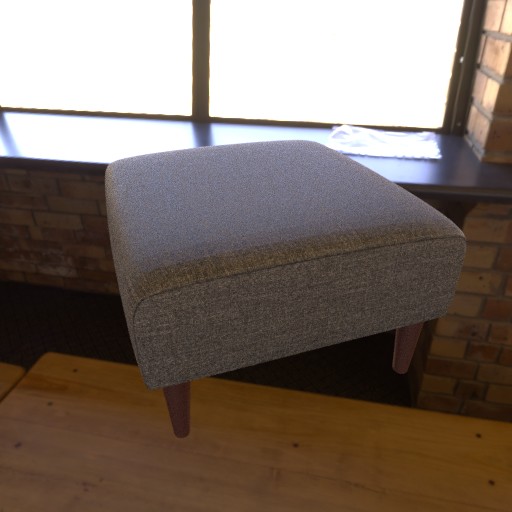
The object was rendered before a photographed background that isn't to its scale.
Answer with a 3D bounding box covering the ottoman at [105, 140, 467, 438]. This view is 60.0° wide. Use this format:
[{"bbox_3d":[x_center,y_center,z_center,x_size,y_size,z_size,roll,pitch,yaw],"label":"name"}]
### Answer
[{"bbox_3d":[0.000,0.000,1.071,0.648,0.399,0.655,-10,32,-17],"label":"ottoman"}]
